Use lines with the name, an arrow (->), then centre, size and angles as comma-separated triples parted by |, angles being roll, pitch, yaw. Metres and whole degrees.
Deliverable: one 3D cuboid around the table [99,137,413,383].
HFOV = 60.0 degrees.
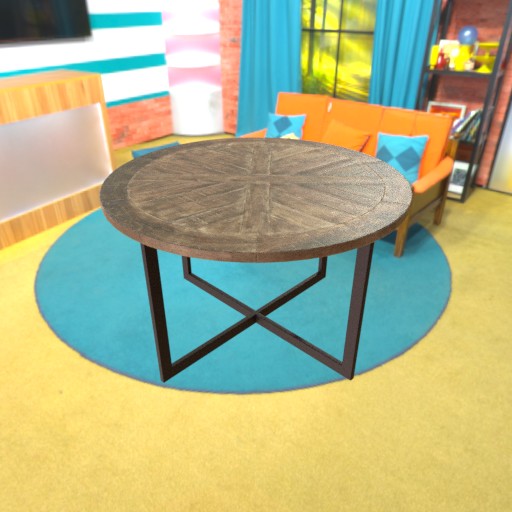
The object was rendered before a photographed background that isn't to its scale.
table -> 0.000, 0.000, 2.060 | 1.264, 0.762, 1.264 | 0, 30, 0
